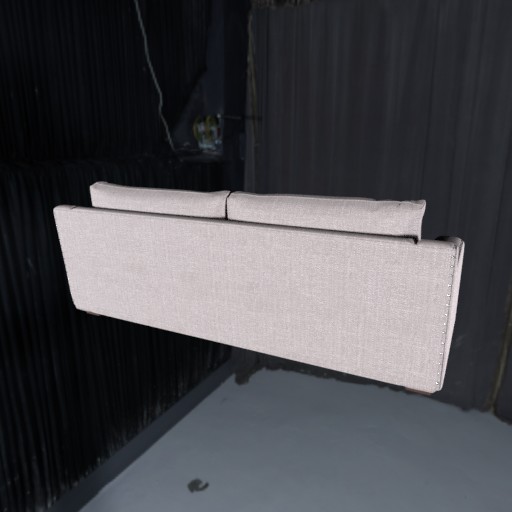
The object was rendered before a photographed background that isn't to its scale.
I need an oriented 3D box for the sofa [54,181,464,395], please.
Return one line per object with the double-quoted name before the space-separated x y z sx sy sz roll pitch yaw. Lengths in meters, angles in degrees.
"sofa" 0.000 0.000 2.644 2.208 0.857 1.000 8 17 26
